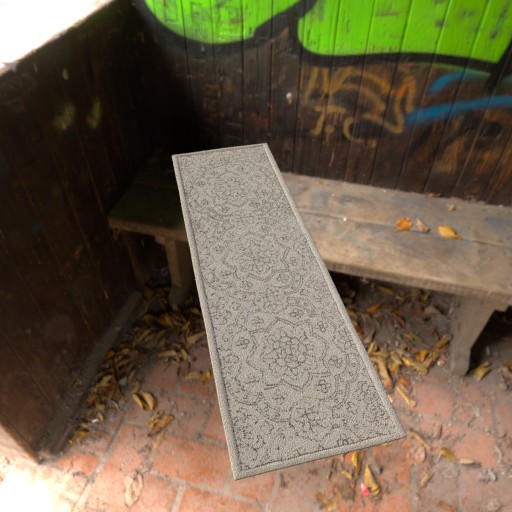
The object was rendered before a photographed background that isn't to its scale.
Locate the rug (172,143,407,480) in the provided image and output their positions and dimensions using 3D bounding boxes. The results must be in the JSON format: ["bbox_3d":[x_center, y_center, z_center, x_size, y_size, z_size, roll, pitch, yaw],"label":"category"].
[{"bbox_3d":[0.000,0.000,2.692,0.769,0.012,2.448,-10,46,-9],"label":"rug"}]
